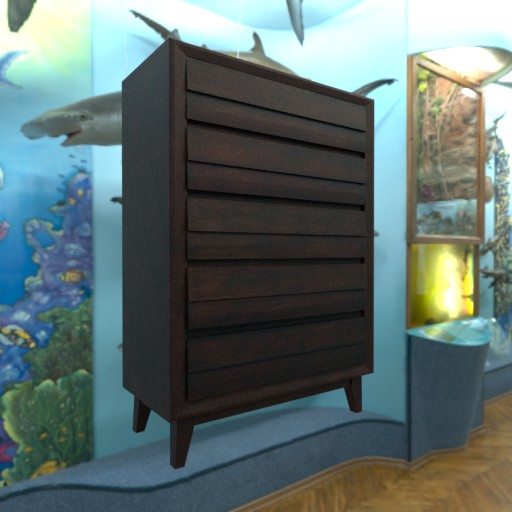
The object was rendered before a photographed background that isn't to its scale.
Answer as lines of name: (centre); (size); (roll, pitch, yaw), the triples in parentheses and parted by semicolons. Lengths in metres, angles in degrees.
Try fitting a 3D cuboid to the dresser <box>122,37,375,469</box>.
dresser: (0.000, 0.000, 2.036); (1.072, 1.514, 0.506); (0, 1, -35)
